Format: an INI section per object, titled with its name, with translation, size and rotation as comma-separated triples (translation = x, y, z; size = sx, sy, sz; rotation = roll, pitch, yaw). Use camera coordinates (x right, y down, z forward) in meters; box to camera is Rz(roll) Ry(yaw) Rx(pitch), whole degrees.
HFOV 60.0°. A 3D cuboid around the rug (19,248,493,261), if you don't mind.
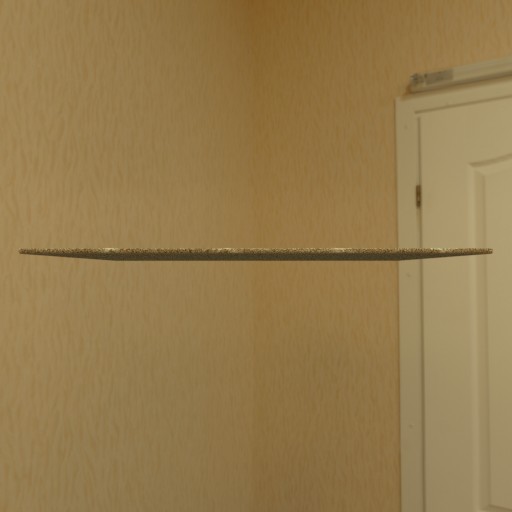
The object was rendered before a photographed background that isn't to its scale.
[rug]
translation = 0.000, 0.000, 3.022
size = 2.438, 0.030, 1.524
rotation = 0, -2, 0
